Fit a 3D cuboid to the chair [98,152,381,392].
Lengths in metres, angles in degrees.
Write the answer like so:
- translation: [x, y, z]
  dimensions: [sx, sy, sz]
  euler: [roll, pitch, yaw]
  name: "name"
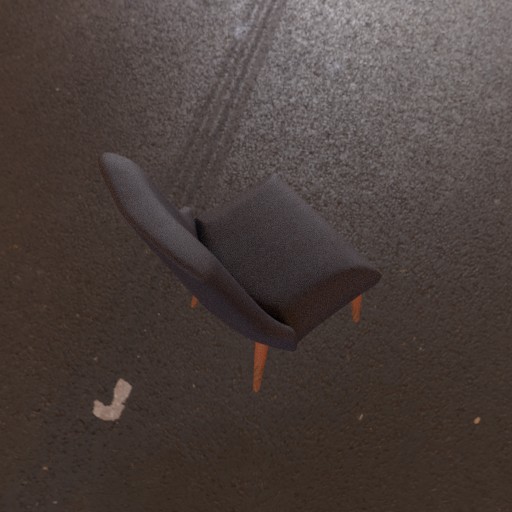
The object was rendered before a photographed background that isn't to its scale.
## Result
- translation: [0.000, 0.000, 1.187]
  dimensions: [0.567, 0.820, 0.504]
  euler: [-33, 64, -19]
  name: "chair"
